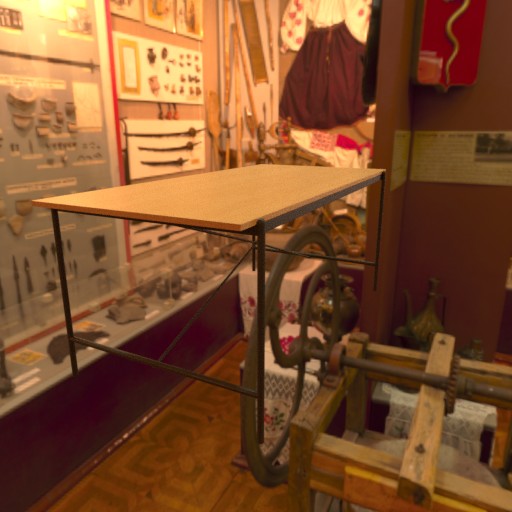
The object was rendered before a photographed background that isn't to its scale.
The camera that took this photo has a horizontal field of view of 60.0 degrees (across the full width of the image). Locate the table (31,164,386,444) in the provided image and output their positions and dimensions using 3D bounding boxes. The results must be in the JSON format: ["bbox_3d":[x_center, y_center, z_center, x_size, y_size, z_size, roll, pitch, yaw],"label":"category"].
[{"bbox_3d":[0.000,0.000,2.249,0.900,0.758,1.800,8,18,27],"label":"table"}]
